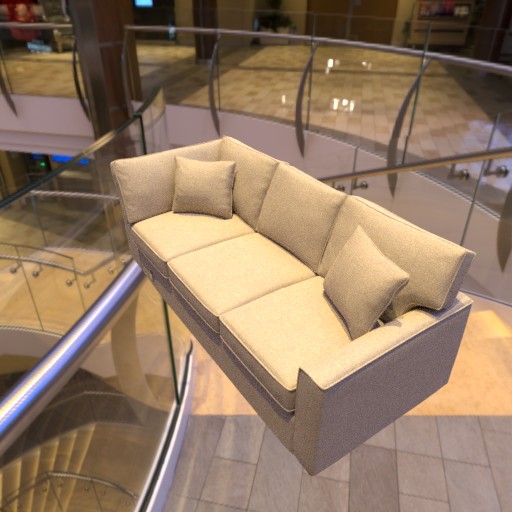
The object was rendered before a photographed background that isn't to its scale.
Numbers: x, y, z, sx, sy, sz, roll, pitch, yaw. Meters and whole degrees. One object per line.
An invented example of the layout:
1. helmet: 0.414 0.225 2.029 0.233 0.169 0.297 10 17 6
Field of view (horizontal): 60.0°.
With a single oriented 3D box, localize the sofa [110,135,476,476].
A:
1. sofa: 0.000 0.000 2.814 1.061 0.962 2.317 -20 37 -28
